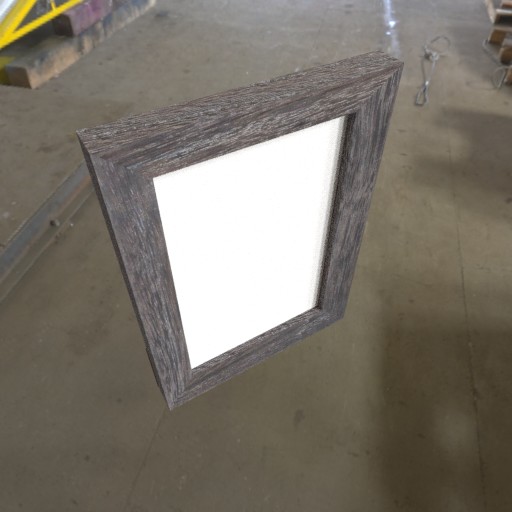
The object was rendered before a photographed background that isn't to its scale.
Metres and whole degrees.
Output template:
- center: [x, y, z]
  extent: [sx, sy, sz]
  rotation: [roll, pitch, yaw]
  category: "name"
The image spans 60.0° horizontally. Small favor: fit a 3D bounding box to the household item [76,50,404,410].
- center: [0.000, 0.000, 0.232]
  extent: [0.133, 0.180, 0.020]
  rotation: [-23, 50, -21]
  category: "household item"
